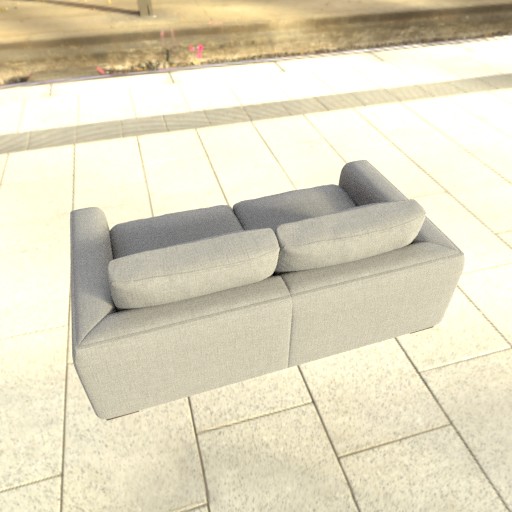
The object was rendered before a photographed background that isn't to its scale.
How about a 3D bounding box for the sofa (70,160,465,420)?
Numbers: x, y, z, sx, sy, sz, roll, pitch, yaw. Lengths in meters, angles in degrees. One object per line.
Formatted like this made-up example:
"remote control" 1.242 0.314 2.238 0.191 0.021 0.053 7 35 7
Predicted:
"sofa" 0.000 0.000 2.459 1.920 0.800 1.069 -12 43 -14
